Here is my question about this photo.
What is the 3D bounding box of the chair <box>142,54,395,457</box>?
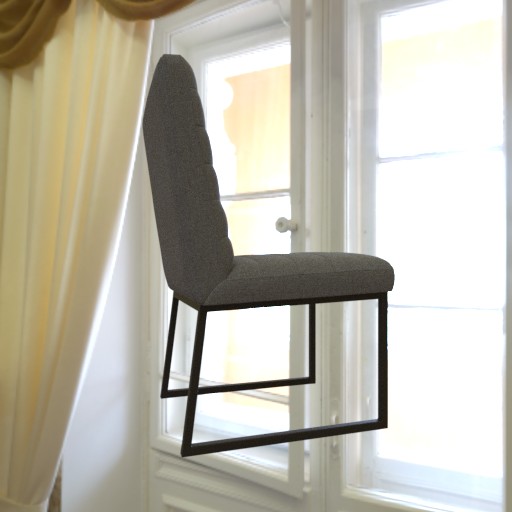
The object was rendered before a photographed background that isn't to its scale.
[{"bbox_3d":[0.000,0.000,1.321,0.634,0.930,0.520,0,0,-18],"label":"chair"}]
